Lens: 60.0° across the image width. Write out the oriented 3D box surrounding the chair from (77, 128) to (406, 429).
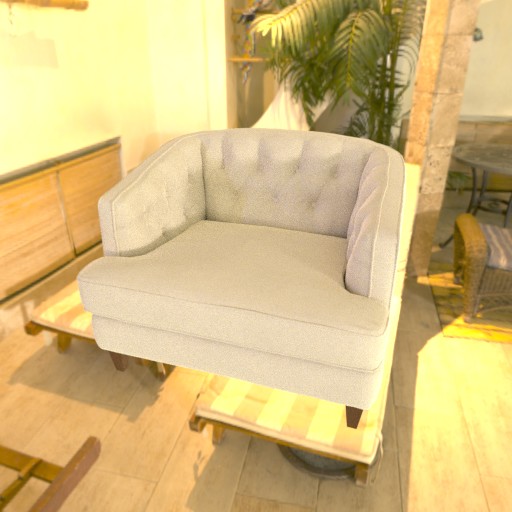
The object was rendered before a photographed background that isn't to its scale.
[{"bbox_3d":[0.000,0.000,1.815,1.104,0.852,0.941,8,28,16],"label":"chair"}]
